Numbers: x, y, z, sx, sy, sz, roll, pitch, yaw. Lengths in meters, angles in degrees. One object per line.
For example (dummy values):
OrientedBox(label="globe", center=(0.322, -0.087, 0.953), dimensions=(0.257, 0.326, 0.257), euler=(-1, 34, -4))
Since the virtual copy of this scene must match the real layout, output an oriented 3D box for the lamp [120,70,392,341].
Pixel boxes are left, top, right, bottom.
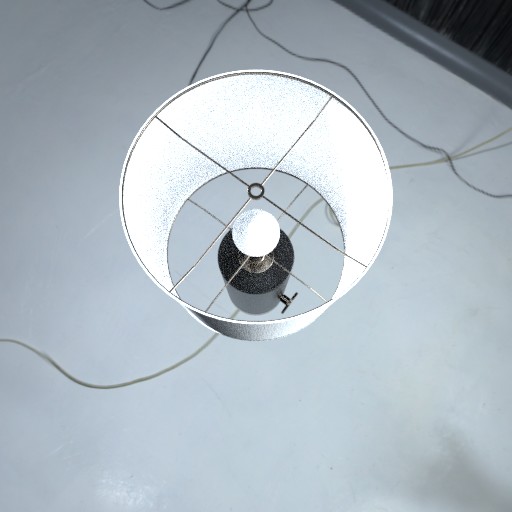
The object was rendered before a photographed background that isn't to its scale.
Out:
OrientedBox(label="lamp", center=(0.000, 0.000, 0.625), dimensions=(0.240, 0.482, 0.241), euler=(37, 78, 9))
